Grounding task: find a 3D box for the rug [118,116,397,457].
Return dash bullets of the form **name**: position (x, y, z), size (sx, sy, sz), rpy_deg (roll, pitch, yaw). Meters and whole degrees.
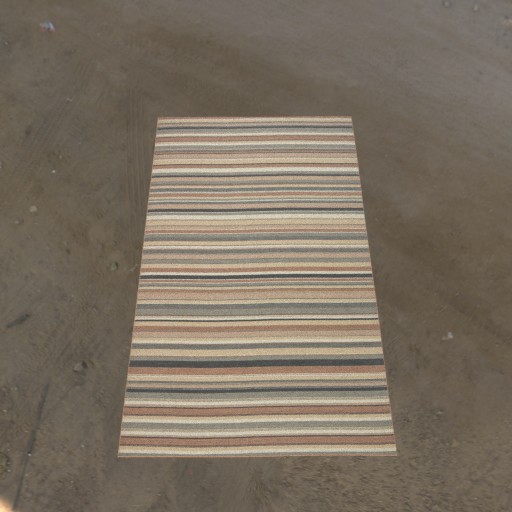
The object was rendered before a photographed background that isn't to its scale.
- **rug**: position (0.000, 0.000, 2.952), size (1.523, 0.014, 2.438), rpy_deg (0, 64, 0)
